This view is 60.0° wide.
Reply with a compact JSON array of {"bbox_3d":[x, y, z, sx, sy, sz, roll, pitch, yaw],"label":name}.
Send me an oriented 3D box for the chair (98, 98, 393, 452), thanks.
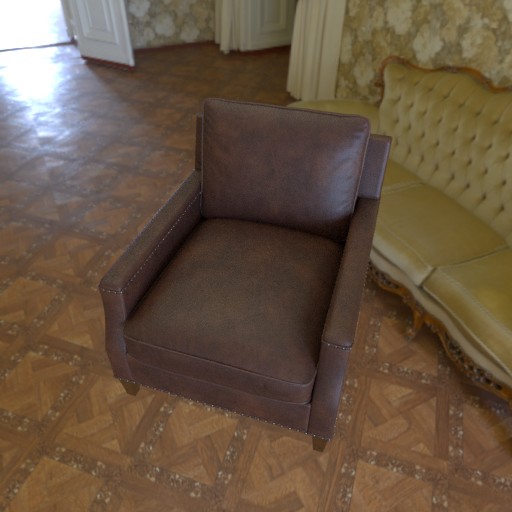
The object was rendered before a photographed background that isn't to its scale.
[{"bbox_3d":[0.000,0.000,1.736,0.853,0.929,1.014,12,41,13],"label":"chair"}]
